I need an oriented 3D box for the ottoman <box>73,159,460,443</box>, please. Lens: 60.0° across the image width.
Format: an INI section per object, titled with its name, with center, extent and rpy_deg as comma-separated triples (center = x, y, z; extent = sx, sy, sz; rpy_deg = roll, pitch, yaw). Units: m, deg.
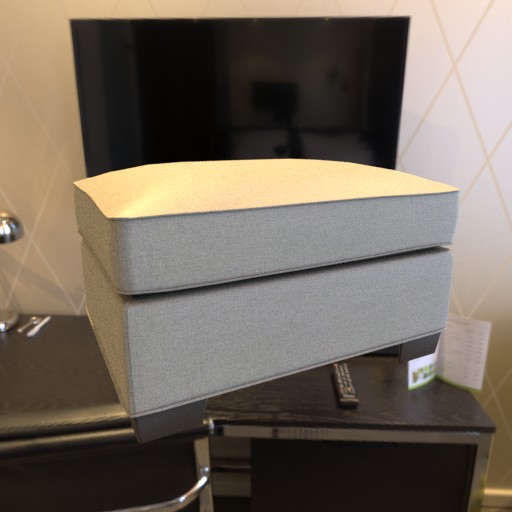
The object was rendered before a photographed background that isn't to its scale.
[ottoman]
center = 0.000, 0.000, 1.205
extent = 0.843, 0.504, 0.619
rpy_deg = -8, 17, -26
